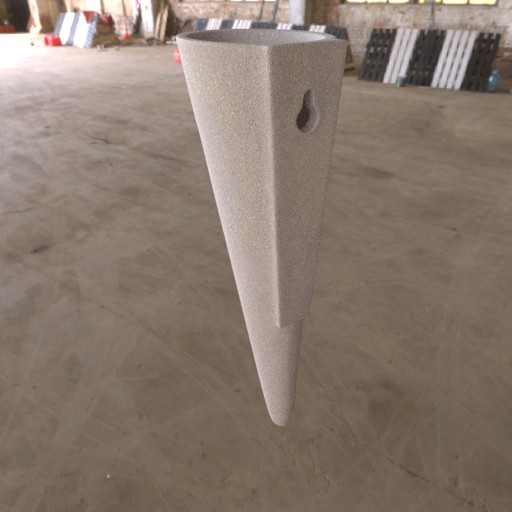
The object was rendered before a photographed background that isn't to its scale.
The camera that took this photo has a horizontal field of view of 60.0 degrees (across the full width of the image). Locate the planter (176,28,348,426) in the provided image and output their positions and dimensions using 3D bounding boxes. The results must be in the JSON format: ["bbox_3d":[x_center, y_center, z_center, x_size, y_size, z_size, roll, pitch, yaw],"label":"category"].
[{"bbox_3d":[0.000,0.000,0.289,0.078,0.259,0.087,-20,36,-29],"label":"planter"}]
